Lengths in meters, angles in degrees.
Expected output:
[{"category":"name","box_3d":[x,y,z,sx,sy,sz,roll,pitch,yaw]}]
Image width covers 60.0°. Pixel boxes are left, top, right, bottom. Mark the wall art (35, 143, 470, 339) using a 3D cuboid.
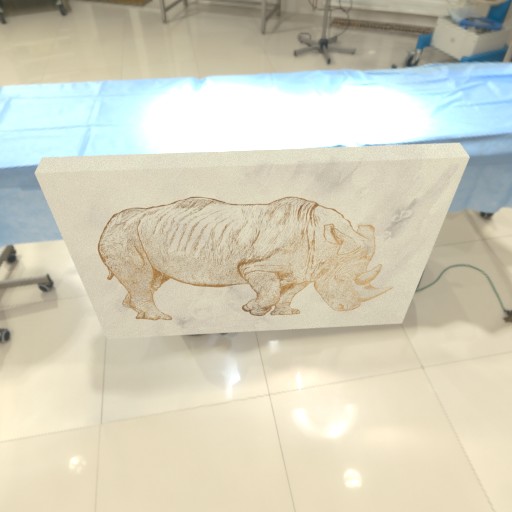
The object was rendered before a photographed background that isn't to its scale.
[{"category":"wall art","box_3d":[0.000,0.000,0.779,0.609,0.407,0.038,-3,46,-2]}]
